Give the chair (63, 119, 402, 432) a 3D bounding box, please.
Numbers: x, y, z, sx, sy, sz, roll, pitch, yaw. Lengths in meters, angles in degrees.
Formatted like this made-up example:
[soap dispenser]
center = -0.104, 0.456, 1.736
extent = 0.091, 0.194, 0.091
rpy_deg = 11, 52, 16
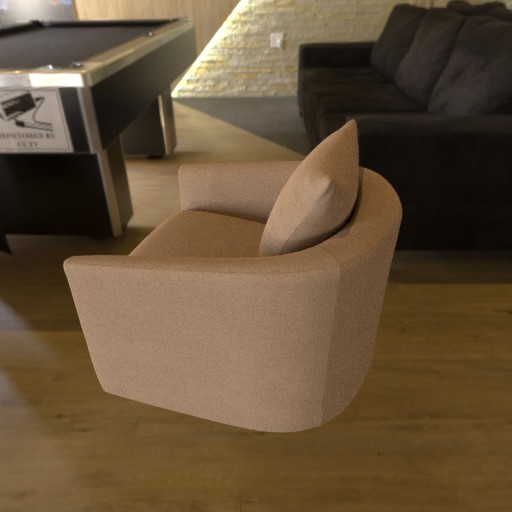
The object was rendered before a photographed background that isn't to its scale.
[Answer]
[chair]
center = 0.000, 0.000, 1.552
extent = 0.910, 0.848, 0.845
rpy_deg = 9, 33, 14
